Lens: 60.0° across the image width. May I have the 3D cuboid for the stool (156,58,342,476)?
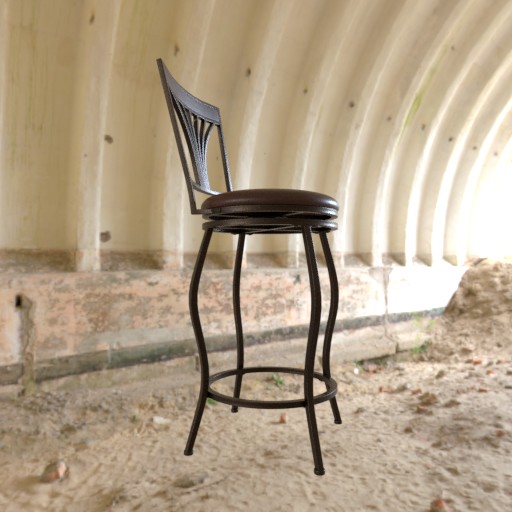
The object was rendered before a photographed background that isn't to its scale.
[{"bbox_3d":[0.000,0.000,1.385,0.514,1.117,0.433,0,-1,18],"label":"stool"}]
